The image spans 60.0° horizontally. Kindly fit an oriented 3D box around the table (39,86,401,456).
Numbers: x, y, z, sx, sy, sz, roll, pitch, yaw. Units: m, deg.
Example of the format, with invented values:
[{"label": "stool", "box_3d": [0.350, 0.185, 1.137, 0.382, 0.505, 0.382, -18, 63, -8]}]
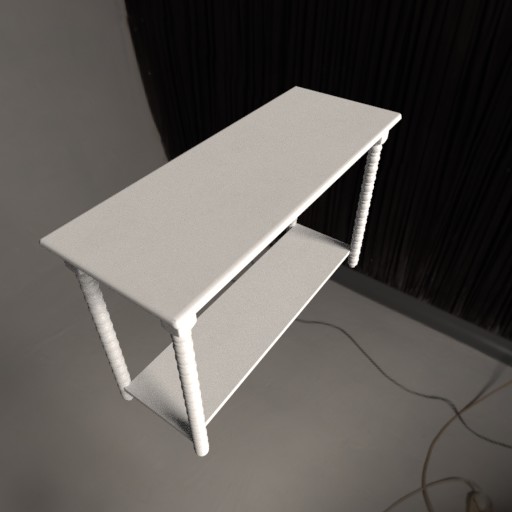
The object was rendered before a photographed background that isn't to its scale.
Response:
[{"label": "table", "box_3d": [0.000, 0.000, 1.572, 0.459, 0.740, 1.184, 25, 48, 26]}]
